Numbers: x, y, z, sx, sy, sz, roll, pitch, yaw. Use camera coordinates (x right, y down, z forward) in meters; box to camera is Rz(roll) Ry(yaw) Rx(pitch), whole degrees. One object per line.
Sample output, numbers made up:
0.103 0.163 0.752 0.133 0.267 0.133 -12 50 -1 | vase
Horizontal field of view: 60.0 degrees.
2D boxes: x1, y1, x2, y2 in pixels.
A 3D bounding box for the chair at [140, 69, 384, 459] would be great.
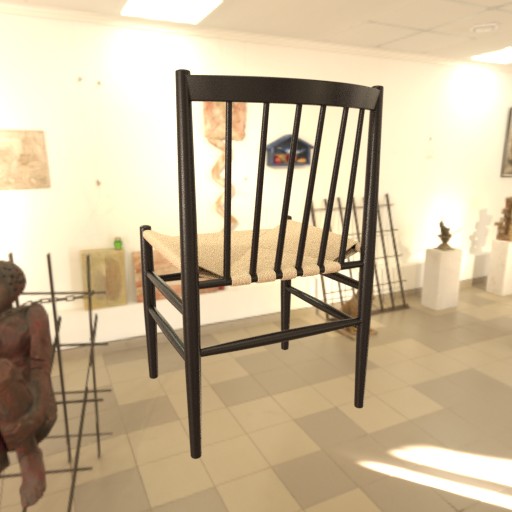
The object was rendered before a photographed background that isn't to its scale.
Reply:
0.000 0.000 1.147 0.495 0.818 0.516 -6 14 -25 | chair
